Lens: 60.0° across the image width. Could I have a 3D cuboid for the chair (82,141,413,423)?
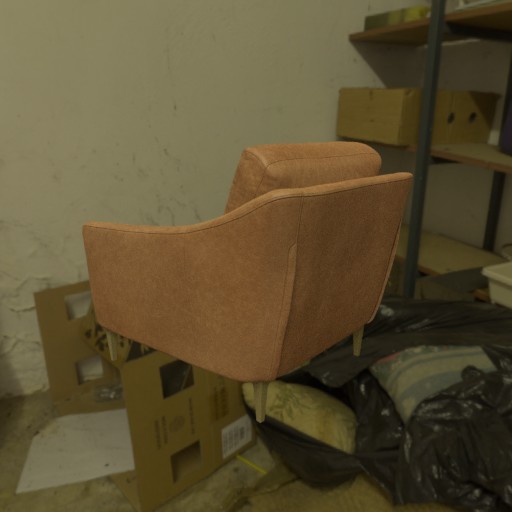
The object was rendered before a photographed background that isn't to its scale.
[{"bbox_3d":[0.000,0.000,1.776,0.963,0.895,0.988,15,22,41],"label":"chair"}]
